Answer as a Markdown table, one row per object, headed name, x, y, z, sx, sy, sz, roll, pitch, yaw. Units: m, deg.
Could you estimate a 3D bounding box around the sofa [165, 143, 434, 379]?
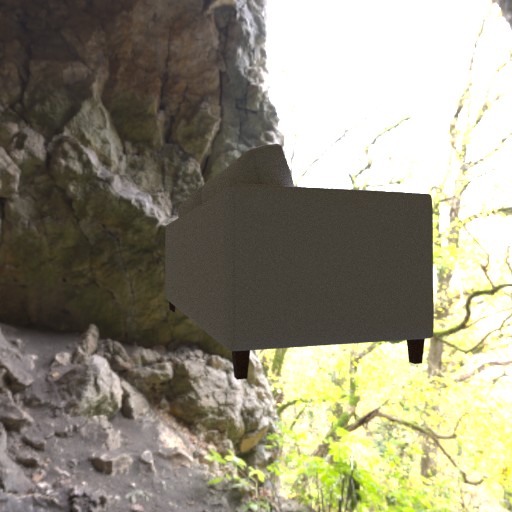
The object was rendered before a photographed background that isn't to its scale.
| name | x | y | z | sx | sy | sz | roll | pitch | yaw |
| --- | --- | --- | --- | --- | --- | --- | --- | --- | --- |
| sofa | 0.000 | 0.000 | 2.913 | 0.951 | 0.962 | 2.361 | 0 | 0 | -18 |
